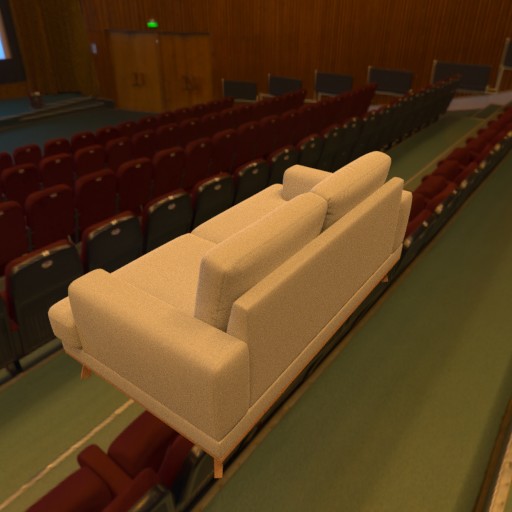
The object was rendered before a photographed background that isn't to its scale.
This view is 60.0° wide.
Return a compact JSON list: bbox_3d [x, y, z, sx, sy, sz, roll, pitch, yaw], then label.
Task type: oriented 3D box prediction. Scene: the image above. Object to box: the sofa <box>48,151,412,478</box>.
[{"bbox_3d":[0.000,0.000,2.100,0.915,0.810,1.651,21,37,30],"label":"sofa"}]
